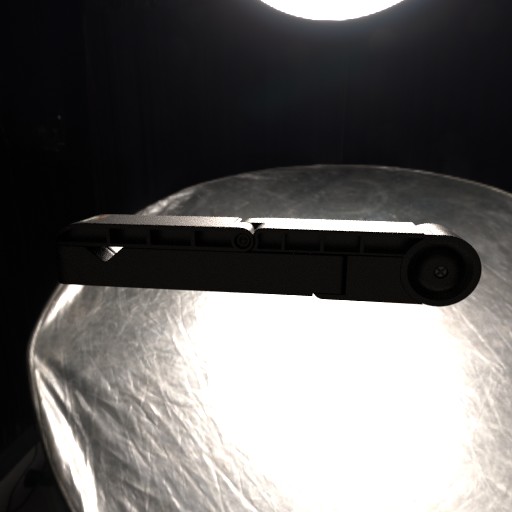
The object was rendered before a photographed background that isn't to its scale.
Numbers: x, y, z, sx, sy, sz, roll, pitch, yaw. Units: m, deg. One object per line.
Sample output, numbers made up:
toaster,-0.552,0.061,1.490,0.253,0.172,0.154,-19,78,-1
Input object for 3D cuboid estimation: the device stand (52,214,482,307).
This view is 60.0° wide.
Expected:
device stand,0.000,0.000,0.195,0.179,0.030,0.026,2,15,8
